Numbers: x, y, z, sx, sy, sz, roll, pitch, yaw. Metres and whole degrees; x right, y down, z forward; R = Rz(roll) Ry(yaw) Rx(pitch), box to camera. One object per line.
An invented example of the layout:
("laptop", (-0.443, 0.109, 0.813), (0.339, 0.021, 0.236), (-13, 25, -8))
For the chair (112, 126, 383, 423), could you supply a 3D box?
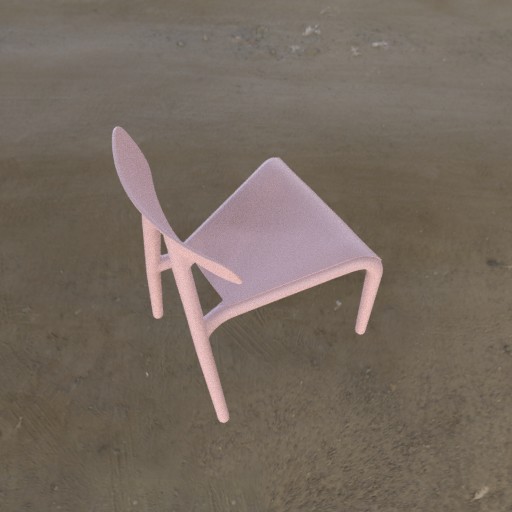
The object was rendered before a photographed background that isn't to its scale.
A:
("chair", (0.000, 0.000, 0.835), (0.401, 0.580, 0.356), (-31, 63, -18))
